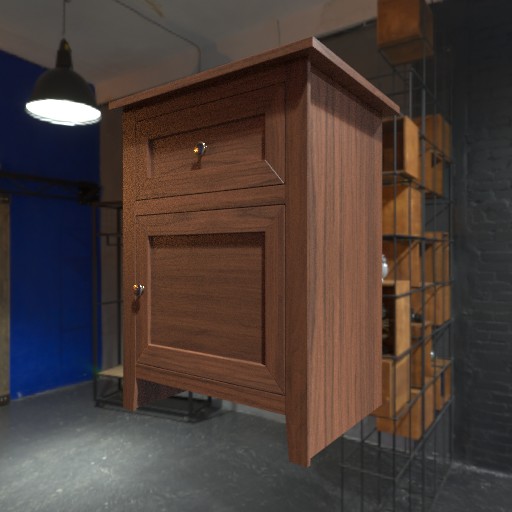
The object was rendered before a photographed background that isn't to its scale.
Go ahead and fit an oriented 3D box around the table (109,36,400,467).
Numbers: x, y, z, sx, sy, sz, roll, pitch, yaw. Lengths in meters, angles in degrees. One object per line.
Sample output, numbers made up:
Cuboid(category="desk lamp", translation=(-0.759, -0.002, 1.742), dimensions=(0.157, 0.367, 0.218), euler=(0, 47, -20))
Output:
Cuboid(category="table", translation=(0.000, 0.000, 0.933), dimensions=(0.480, 0.636, 0.381), euler=(0, 0, 36))
